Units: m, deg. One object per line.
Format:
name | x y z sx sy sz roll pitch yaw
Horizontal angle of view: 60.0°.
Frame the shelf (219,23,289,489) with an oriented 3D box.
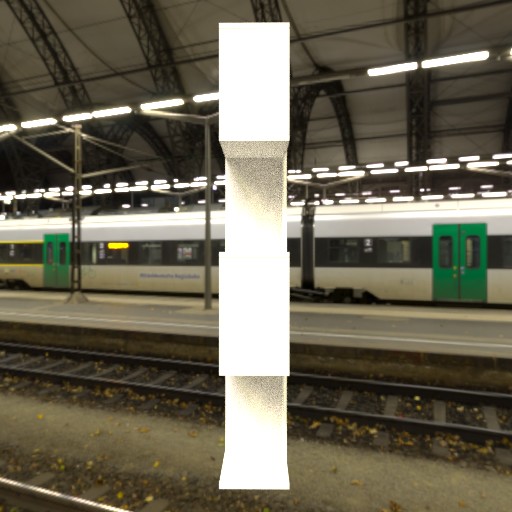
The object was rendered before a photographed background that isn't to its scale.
shelf | 0.000 0.000 2.014 0.250 1.650 0.890 0 0 1
